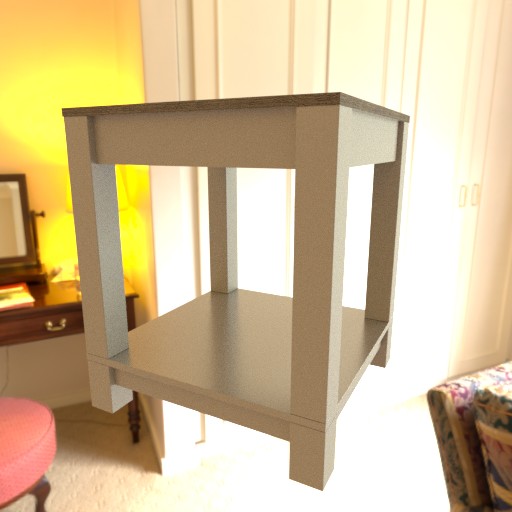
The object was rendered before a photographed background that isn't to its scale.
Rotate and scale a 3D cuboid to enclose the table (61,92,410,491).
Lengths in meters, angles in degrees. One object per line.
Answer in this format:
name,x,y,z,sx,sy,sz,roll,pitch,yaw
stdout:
table,0.000,0.000,0.950,0.504,0.587,0.506,7,16,27
